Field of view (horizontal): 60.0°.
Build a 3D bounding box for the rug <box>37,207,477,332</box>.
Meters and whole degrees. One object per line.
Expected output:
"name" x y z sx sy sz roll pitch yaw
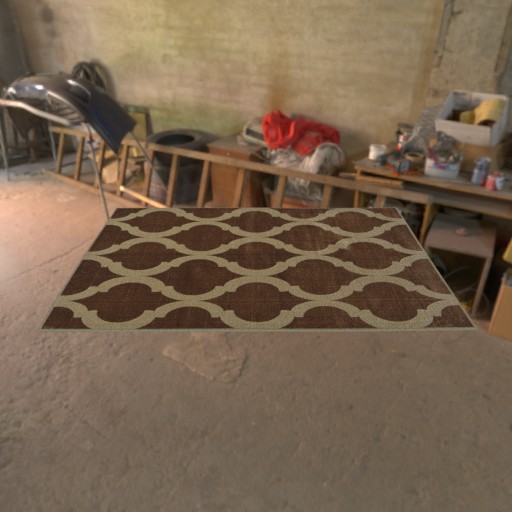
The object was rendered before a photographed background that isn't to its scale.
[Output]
"rug" 0.000 0.000 2.938 2.290 0.014 1.526 0 31 0
